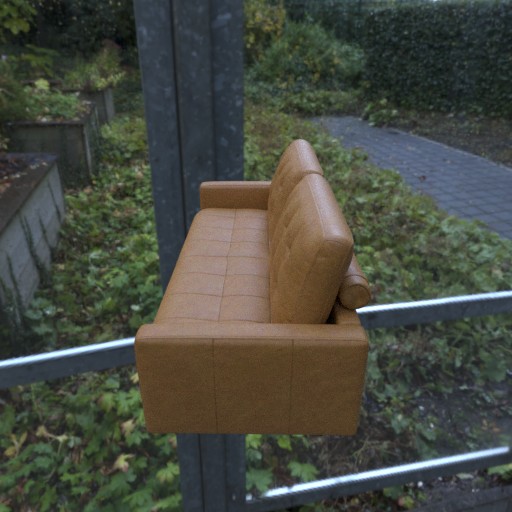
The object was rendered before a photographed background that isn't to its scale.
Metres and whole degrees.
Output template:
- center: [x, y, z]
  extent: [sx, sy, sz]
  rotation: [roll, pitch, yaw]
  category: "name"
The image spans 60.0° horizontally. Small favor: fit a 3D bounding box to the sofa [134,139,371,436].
- center: [0.000, 0.000, 2.305]
  extent: [0.850, 0.898, 1.821]
  rotation: [0, 26, 1]
  category: "sofa"
